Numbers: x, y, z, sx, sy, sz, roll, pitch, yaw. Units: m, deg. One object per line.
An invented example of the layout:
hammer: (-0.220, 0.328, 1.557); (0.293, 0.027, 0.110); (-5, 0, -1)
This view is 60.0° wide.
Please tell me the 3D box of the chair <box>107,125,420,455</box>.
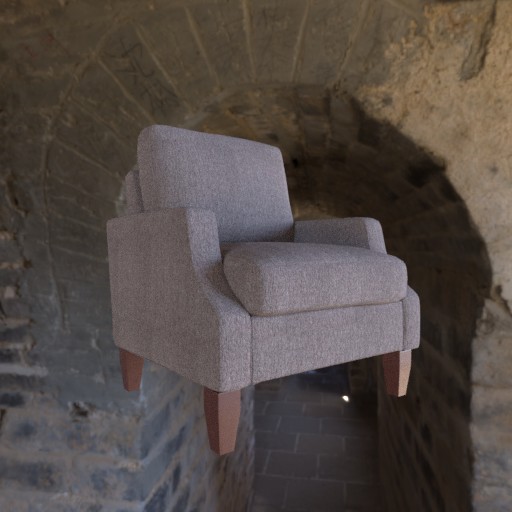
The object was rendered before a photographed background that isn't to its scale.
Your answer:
chair: (0.000, 0.000, 1.646); (0.855, 0.993, 0.897); (-1, 1, -37)
